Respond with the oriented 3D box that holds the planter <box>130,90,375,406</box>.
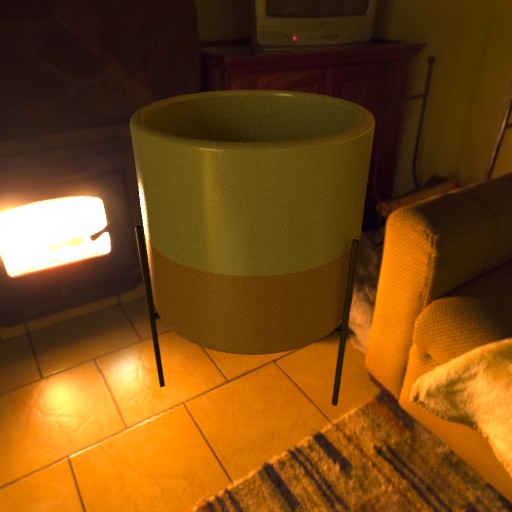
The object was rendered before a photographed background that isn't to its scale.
[{"bbox_3d":[0.000,0.000,0.754,0.360,0.480,0.348,21,37,32],"label":"planter"}]
